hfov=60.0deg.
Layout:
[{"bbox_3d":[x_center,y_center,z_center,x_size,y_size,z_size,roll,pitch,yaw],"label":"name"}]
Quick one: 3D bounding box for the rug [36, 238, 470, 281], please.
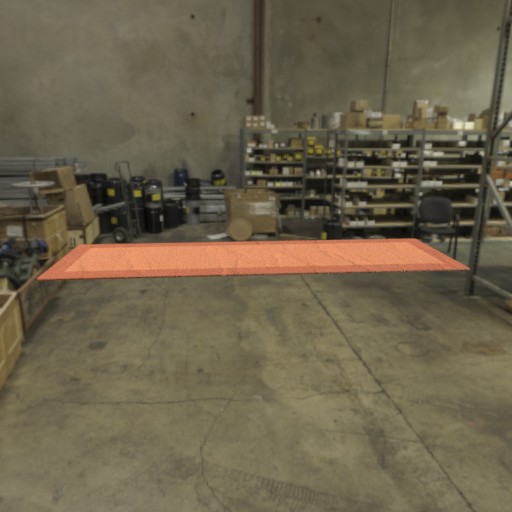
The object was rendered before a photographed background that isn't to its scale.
[{"bbox_3d":[0.000,0.000,2.821,2.471,0.013,0.914,-2,16,-8],"label":"rug"}]
